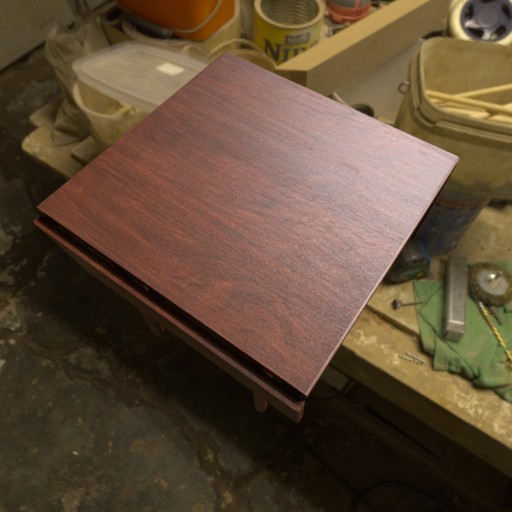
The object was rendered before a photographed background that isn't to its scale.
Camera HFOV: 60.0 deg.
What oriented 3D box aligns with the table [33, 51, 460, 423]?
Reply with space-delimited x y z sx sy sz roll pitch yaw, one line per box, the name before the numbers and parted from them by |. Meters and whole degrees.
table | 0.000 0.000 1.493 0.812 0.763 0.843 31 64 17
